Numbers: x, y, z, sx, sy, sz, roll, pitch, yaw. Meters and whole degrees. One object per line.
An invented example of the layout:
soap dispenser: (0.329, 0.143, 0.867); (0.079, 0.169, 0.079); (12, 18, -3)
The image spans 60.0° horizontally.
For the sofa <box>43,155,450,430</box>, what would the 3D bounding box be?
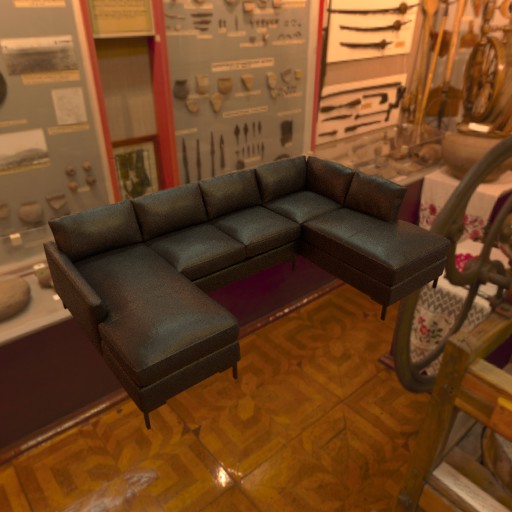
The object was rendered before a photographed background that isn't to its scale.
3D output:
sofa: (0.000, 0.000, 3.848); (2.956, 0.900, 1.939); (-21, 36, -32)
